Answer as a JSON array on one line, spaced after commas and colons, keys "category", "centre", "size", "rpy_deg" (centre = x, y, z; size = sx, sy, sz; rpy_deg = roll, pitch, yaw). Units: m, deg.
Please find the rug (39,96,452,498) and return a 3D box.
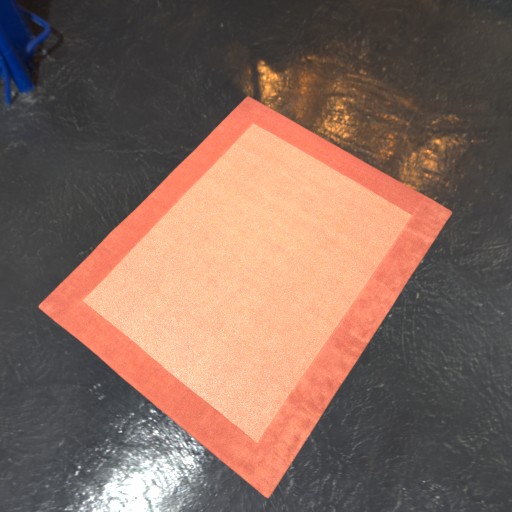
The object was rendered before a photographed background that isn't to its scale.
[{"category": "rug", "centre": [0.000, 0.000, 3.968], "size": [2.430, 0.018, 2.976], "rpy_deg": [34, 69, 15]}]
